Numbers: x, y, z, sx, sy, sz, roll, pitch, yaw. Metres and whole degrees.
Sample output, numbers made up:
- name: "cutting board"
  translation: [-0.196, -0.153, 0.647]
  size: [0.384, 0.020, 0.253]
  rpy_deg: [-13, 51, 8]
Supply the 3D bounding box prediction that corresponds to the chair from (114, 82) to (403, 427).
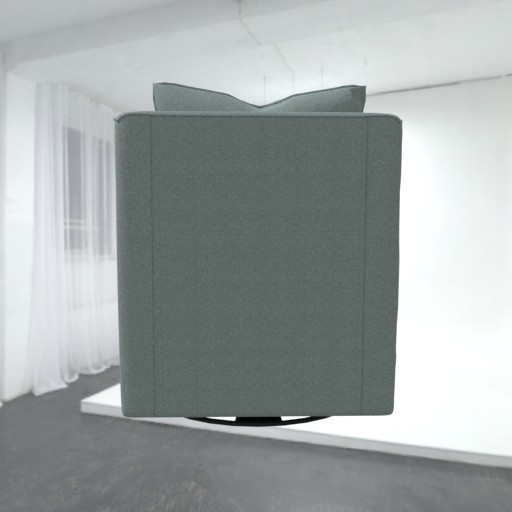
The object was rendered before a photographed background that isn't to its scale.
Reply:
- name: "chair"
  translation: [0.000, 0.000, 1.542]
  size: [0.760, 0.926, 0.870]
  rpy_deg: [0, 0, -1]
